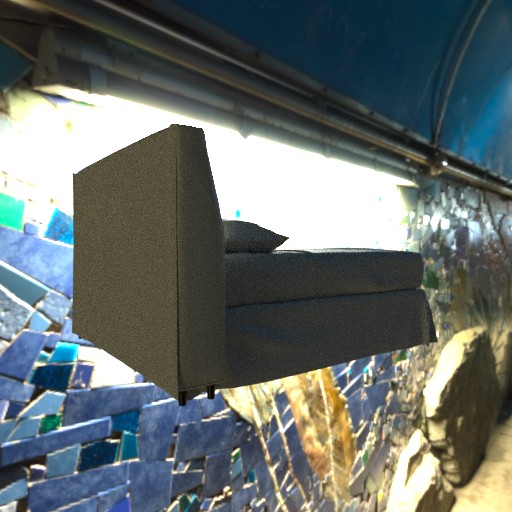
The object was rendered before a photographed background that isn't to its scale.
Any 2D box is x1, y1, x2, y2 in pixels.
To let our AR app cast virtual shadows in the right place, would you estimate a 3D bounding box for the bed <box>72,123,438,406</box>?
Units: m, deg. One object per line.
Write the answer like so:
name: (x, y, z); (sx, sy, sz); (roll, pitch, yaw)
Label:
bed: (0.000, 0.000, 3.429); (2.276, 1.332, 1.925); (-1, 2, -36)
